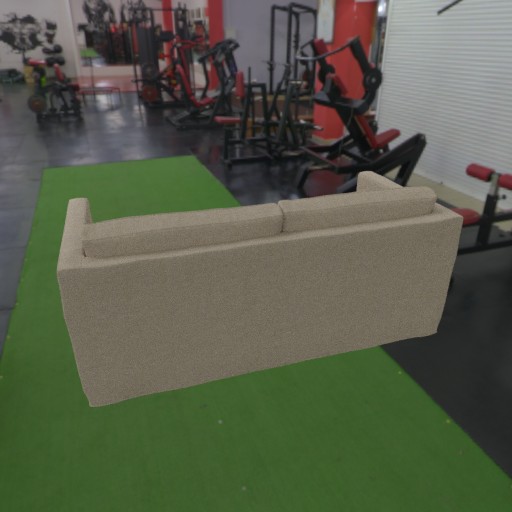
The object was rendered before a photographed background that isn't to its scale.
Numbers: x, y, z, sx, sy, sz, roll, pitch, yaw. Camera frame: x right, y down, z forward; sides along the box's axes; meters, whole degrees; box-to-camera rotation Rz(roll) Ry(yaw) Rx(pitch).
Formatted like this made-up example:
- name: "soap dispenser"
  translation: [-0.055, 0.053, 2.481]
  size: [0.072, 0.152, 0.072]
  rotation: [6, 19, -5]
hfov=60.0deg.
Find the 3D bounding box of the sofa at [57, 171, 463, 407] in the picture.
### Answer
- name: "sofa"
  translation: [0.000, 0.000, 2.527]
  size: [1.987, 0.847, 0.956]
  rotation: [-8, 27, -16]
